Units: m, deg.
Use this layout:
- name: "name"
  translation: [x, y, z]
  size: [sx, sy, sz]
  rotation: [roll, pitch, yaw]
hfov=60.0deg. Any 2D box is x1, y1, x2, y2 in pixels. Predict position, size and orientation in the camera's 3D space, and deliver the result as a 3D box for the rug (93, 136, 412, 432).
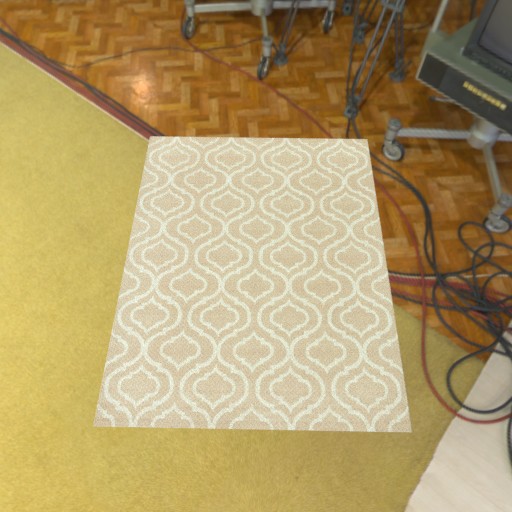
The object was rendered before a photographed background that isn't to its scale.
- name: "rug"
  translation: [0.000, 0.000, 3.918]
  size: [2.286, 0.013, 2.894]
  rotation: [1, 59, 1]
